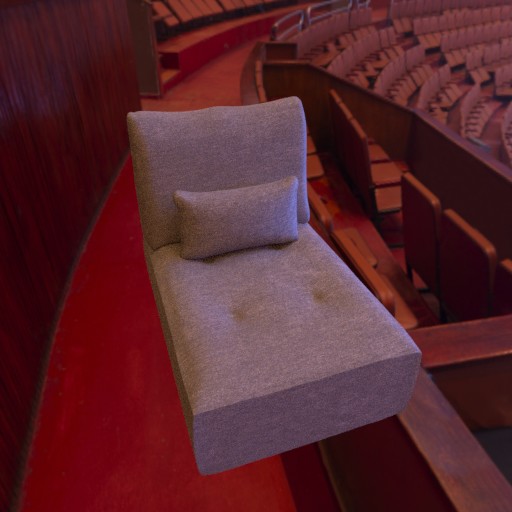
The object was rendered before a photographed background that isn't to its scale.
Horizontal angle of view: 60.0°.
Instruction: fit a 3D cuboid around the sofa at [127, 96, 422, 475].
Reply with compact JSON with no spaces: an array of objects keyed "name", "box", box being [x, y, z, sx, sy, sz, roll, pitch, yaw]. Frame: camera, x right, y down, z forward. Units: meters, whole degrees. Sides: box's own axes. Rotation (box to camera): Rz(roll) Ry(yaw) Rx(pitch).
[{"name":"sofa","box":[0.000,0.000,1.540,0.700,0.820,1.000,-11,35,-16]}]
